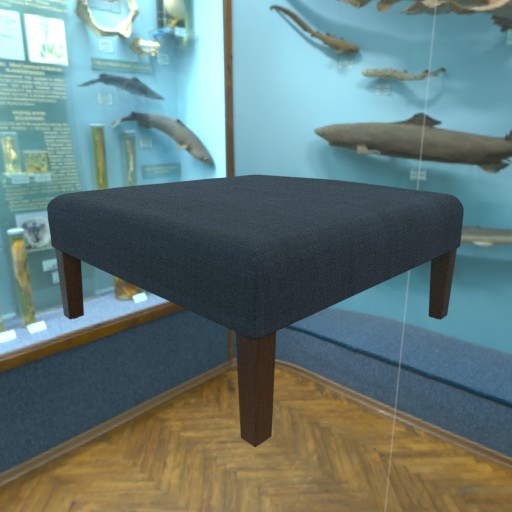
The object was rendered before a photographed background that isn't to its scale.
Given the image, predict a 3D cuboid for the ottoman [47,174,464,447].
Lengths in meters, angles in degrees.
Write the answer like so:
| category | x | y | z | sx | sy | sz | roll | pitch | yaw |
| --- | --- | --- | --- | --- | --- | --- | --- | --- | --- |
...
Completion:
| category | x | y | z | sx | sy | sz | roll | pitch | yaw |
| --- | --- | --- | --- | --- | --- | --- | --- | --- | --- |
| ottoman | 0.000 | 0.000 | 1.360 | 0.889 | 0.411 | 0.890 | -15 | 22 | -43 |
